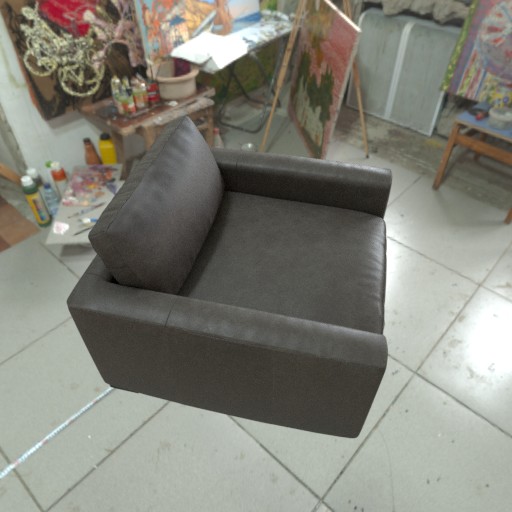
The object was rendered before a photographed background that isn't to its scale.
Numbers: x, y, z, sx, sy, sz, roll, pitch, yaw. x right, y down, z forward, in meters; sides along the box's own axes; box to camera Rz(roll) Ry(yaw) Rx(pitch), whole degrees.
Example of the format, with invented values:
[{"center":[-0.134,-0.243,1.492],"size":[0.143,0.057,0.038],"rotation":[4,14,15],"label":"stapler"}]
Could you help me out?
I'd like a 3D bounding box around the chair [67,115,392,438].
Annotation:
[{"center":[0.000,0.000,1.856],"size":[1.080,0.807,1.106],"rotation":[9,46,9],"label":"chair"}]
